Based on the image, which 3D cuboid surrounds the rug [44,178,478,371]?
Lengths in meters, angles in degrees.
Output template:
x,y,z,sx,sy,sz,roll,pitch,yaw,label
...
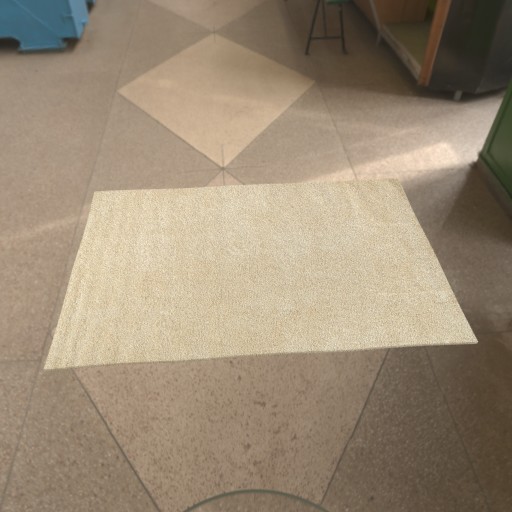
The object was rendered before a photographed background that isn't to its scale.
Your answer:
x,y,z,sx,sy,sz,roll,pitch,yaw,label
0.000,0.000,2.906,2.346,0.025,1.500,-3,47,-3,rug
